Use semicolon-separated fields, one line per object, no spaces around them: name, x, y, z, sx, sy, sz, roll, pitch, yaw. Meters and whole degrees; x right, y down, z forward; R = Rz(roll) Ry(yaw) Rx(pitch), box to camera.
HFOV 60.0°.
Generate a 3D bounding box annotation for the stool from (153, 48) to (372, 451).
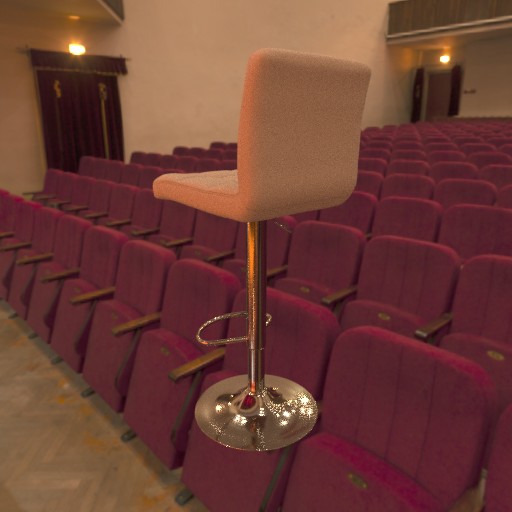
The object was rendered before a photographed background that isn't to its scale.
stool;0.000;0.000;1.386;0.430;1.115;0.505;-15;22;-40
